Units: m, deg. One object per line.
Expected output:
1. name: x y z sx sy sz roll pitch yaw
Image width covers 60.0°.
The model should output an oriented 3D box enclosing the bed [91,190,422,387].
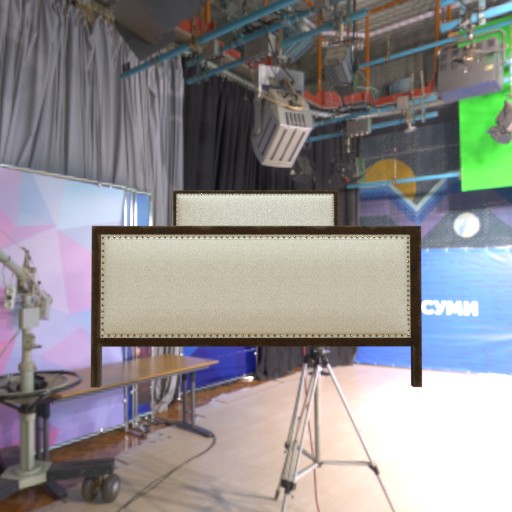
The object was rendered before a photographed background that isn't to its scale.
1. bed: 0.000 0.000 3.226 1.607 1.313 2.221 0 -1 0
